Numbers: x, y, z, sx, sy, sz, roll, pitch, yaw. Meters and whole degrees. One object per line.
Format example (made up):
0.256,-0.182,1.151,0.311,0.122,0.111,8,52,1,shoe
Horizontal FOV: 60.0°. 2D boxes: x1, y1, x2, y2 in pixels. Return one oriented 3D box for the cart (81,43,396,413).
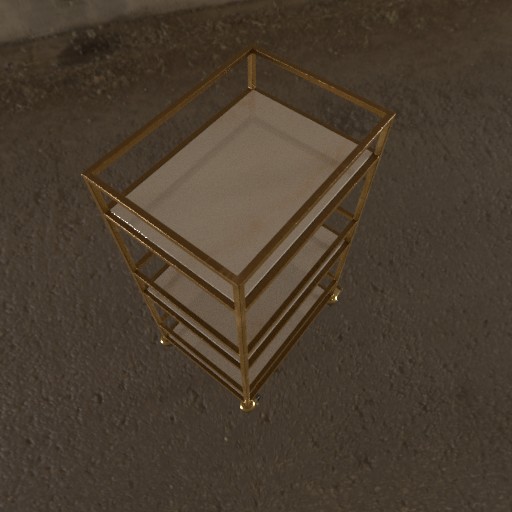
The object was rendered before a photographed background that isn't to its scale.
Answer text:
0.000,0.000,1.029,0.332,0.761,0.483,34,65,19,cart
